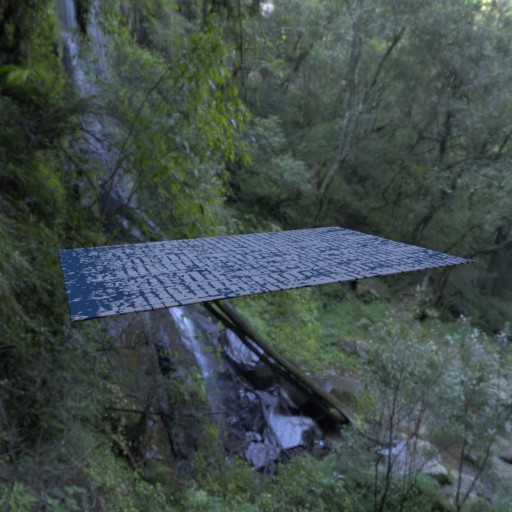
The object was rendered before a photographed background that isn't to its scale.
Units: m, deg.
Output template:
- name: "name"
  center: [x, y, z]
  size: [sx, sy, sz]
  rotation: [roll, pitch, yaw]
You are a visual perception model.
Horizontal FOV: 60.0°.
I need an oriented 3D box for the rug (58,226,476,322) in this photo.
- name: "rug"
  center: [0.000, 0.000, 3.029]
  size: [2.435, 0.011, 1.517]
  rotation: [-6, 15, -25]
